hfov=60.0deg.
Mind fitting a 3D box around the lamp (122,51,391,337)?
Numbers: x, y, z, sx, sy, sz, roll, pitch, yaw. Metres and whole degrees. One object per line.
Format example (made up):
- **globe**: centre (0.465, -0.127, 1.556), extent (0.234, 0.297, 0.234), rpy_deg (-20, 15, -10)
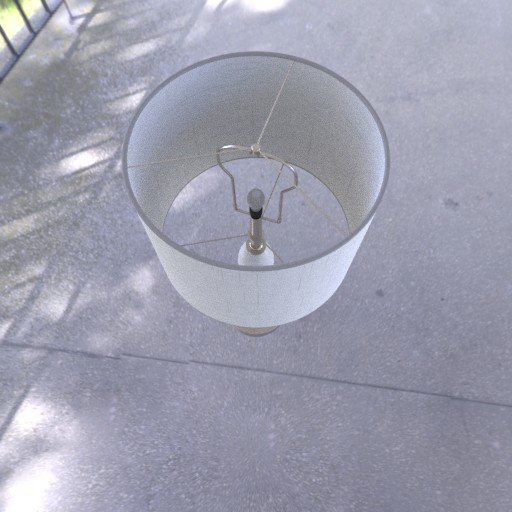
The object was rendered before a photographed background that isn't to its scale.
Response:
- **lamp**: centre (0.000, 0.000, 0.719), extent (0.282, 0.559, 0.280), rpy_deg (18, 67, 8)
